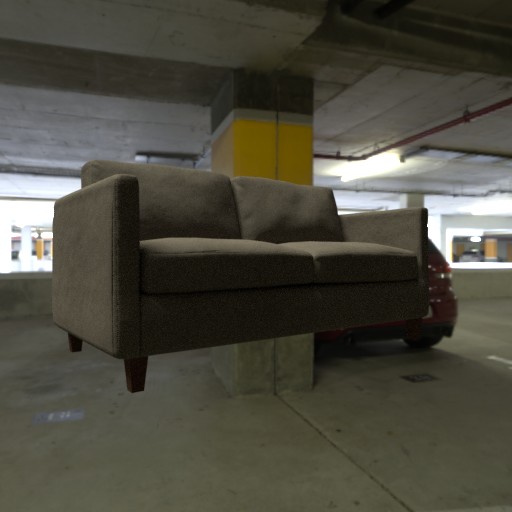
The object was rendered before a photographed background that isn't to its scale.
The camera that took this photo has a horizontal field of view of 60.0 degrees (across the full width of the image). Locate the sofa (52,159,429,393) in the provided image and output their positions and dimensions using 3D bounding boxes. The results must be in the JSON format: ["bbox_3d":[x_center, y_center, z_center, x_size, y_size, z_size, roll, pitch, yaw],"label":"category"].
[{"bbox_3d":[0.000,0.000,2.405,1.884,0.963,0.950,0,0,-36],"label":"sofa"}]
